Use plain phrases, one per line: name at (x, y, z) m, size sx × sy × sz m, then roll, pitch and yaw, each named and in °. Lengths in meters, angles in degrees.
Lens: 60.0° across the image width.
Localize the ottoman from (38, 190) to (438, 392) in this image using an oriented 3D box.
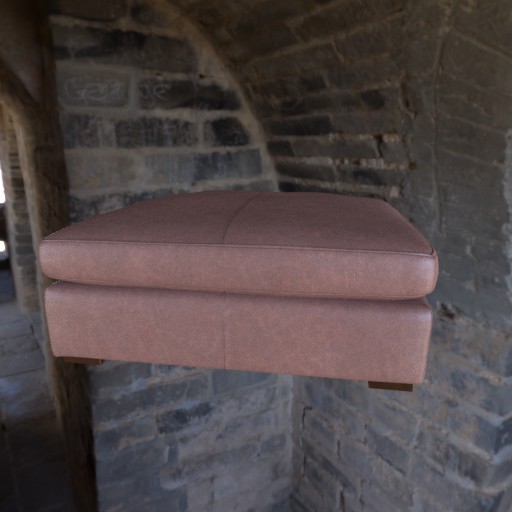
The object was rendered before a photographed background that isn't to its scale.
ottoman at (0.000, 0.000, 1.790) m, size 1.168 × 0.490 × 1.168 m, roll 2°, pitch 14°, yaw 9°
